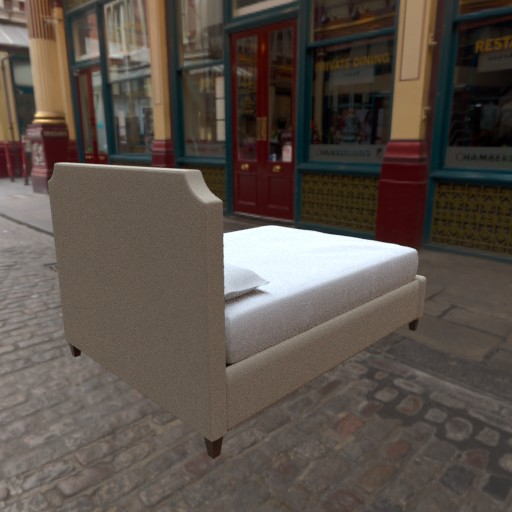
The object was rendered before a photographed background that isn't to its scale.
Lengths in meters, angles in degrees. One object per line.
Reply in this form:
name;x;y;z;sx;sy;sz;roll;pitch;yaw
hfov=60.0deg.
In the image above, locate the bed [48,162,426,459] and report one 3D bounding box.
bed;0.000;0.000;3.382;1.703;1.415;2.329;13;19;43
